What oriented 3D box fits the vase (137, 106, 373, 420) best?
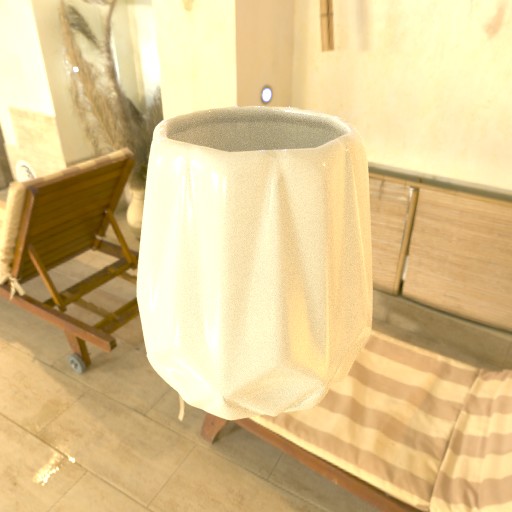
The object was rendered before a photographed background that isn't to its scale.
[{"bbox_3d":[0.000,0.000,0.259,0.141,0.152,0.141,0,29,0],"label":"vase"}]
